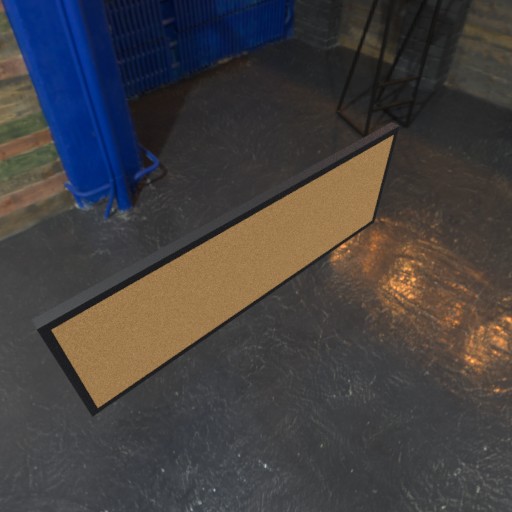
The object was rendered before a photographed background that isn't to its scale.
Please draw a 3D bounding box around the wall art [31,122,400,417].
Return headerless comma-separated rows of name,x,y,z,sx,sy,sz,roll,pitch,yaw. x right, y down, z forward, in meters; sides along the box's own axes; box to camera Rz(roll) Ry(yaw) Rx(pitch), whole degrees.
wall art,0.000,0.000,1.739,1.572,0.554,0.041,-32,55,-27
